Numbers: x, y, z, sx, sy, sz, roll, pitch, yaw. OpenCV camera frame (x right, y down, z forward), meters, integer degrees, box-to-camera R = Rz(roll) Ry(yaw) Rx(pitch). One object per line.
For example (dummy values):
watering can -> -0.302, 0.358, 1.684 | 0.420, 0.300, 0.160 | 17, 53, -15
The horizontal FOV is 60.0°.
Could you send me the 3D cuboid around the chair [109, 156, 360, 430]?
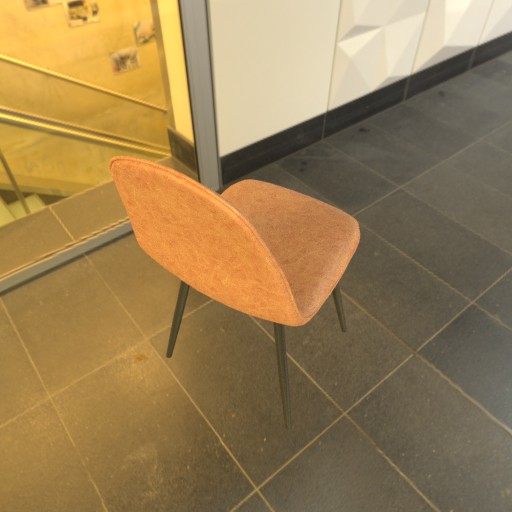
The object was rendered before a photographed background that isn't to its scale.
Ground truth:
chair -> 0.000, 0.000, 1.180 | 0.472, 0.889, 0.561 | 24, 51, 21
